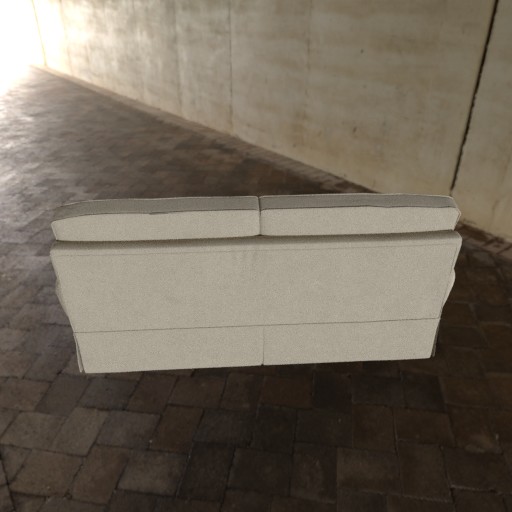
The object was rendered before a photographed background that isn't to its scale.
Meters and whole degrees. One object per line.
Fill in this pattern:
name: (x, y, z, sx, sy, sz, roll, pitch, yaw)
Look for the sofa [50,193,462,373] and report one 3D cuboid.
sofa: (0.000, 0.000, 2.776, 2.246, 1.014, 0.900, -2, 29, -3)
